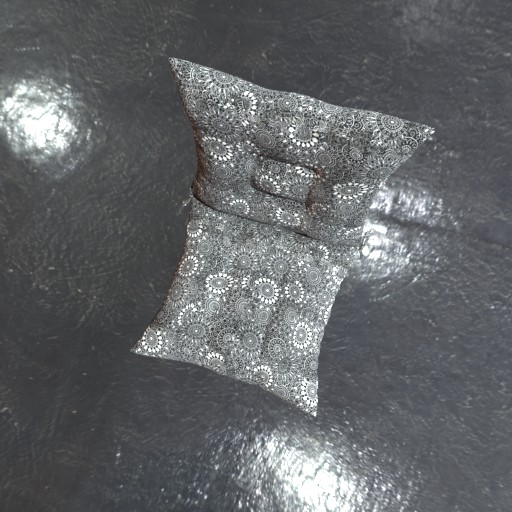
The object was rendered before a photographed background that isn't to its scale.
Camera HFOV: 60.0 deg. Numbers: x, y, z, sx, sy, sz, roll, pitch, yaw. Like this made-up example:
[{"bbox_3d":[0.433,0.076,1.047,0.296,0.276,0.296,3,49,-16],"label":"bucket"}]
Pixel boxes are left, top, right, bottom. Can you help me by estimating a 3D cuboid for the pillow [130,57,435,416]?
[{"bbox_3d":[0.000,0.000,0.993,0.541,0.536,0.585,17,75,5],"label":"pillow"}]
